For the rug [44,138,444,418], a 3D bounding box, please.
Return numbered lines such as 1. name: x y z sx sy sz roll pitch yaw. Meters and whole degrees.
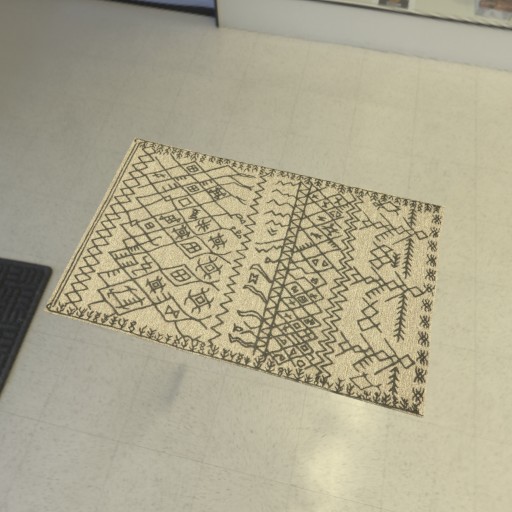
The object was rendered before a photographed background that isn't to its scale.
1. rug: 0.000 0.000 3.064 2.444 0.012 1.530 14 64 7
